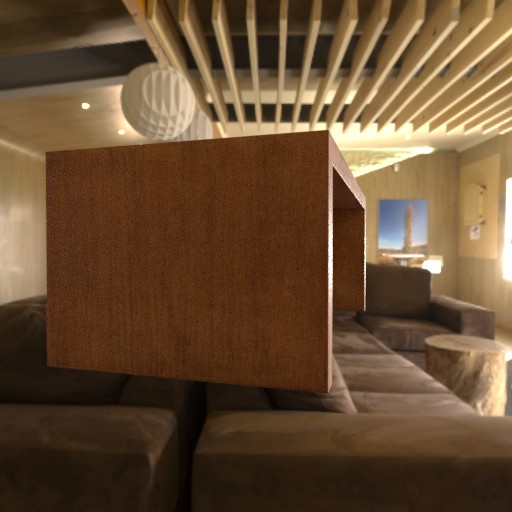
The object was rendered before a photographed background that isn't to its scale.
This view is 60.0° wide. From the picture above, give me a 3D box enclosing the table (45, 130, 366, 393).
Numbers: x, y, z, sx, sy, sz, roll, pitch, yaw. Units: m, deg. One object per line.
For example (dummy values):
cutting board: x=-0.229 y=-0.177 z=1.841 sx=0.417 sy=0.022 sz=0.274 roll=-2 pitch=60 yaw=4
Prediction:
table: x=0.000 y=0.000 z=1.260 sx=0.549 sy=0.419 sz=1.000 roll=0 pitch=1 yaw=17
